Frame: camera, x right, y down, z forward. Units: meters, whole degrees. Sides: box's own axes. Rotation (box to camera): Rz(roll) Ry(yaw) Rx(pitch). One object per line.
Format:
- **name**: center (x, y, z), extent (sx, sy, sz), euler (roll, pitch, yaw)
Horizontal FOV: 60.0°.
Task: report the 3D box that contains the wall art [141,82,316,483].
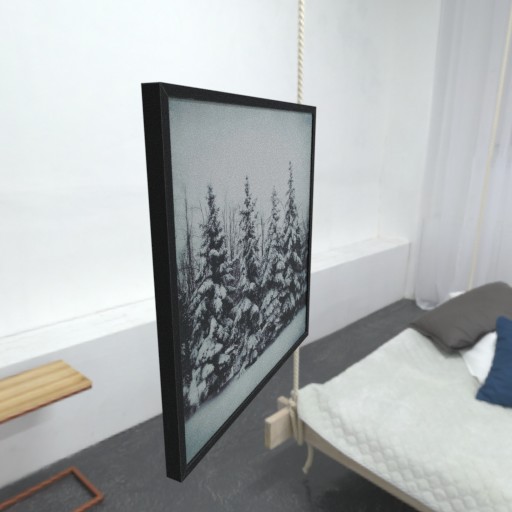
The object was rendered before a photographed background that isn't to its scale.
- **wall art**: center (0.000, 0.000, 1.133), extent (0.037, 0.761, 0.761), euler (7, 17, 25)
